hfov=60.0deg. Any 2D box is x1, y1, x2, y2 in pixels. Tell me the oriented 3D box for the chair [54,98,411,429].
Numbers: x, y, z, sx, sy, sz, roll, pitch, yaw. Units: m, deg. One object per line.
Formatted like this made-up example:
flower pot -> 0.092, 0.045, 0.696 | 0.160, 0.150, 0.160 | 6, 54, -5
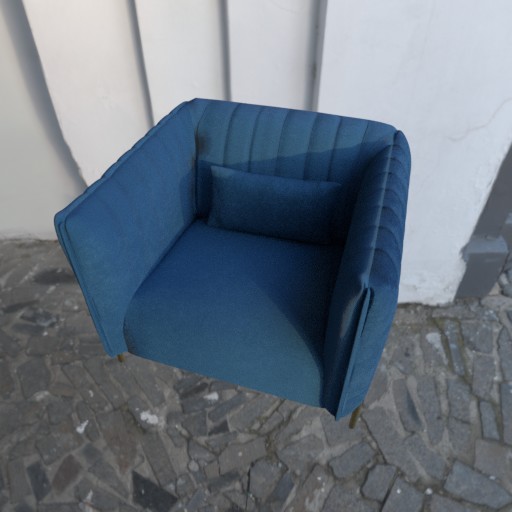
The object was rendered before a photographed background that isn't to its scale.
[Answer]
chair -> 0.000, 0.000, 1.604 | 0.947, 0.793, 0.877 | 12, 43, 13
